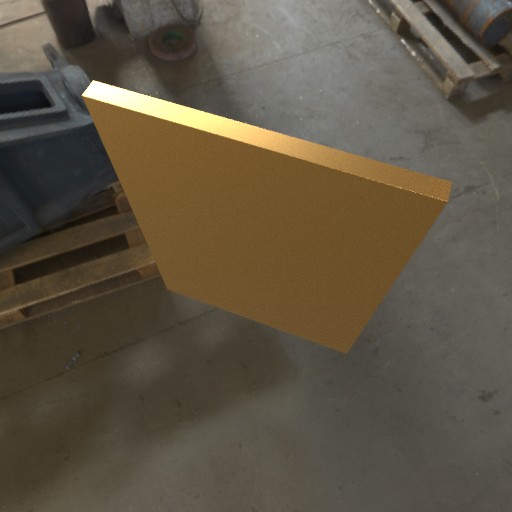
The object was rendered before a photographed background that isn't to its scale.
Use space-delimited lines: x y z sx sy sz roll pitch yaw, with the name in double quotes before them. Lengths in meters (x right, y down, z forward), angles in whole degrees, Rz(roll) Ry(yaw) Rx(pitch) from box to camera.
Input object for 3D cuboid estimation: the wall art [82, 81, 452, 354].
"wall art" 0.000 0.000 1.059 0.610 0.812 0.038 18 64 9
